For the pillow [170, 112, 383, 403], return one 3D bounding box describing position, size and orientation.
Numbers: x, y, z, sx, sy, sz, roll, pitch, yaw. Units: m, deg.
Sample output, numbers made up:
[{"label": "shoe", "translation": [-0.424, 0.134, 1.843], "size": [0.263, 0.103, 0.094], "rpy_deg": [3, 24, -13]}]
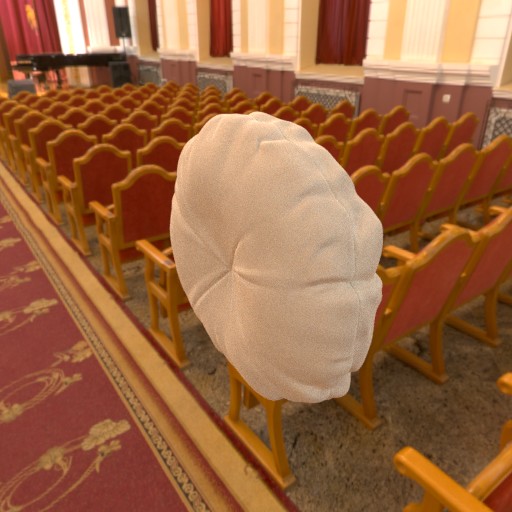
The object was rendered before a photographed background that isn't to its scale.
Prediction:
[{"label": "pillow", "translation": [0.000, 0.000, 0.656], "size": [0.148, 0.407, 0.428], "rpy_deg": [-17, 31, -31]}]
